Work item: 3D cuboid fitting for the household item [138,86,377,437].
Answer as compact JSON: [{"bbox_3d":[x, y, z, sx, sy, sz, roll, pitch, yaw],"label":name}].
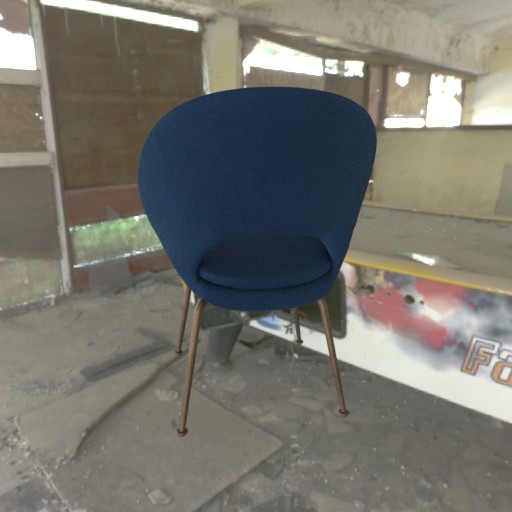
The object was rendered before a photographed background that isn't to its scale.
[{"bbox_3d":[0.000,0.000,1.259,0.623,0.852,0.573,-3,16,-10],"label":"household item"}]
